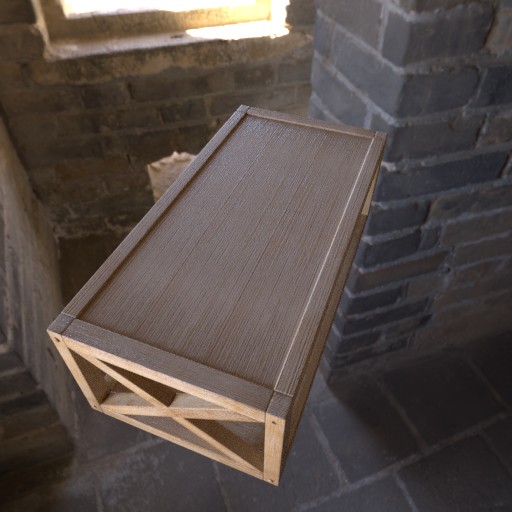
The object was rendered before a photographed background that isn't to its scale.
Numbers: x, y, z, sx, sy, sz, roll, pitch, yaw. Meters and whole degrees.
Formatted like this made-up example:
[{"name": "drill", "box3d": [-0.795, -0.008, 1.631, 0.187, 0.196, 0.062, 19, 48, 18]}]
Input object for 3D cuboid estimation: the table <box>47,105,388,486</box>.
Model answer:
[{"name": "table", "box3d": [0.000, 0.000, 1.655, 0.660, 0.457, 1.321, 16, 48, 15]}]
